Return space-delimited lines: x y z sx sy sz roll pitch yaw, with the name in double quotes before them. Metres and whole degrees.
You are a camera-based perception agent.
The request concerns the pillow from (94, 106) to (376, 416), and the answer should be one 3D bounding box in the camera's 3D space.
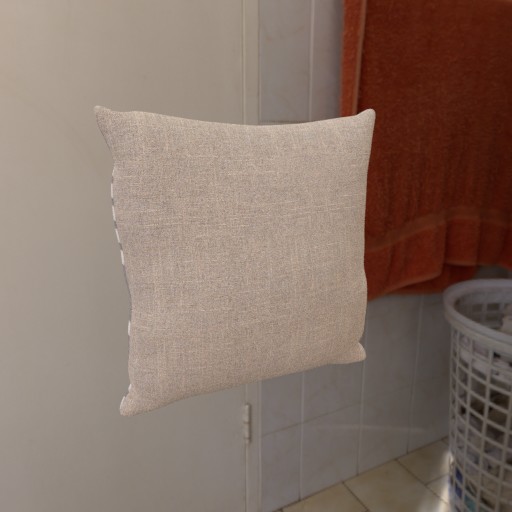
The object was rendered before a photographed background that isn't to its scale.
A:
"pillow" 0.000 0.000 0.681 0.439 0.440 0.182 -7 16 -25
